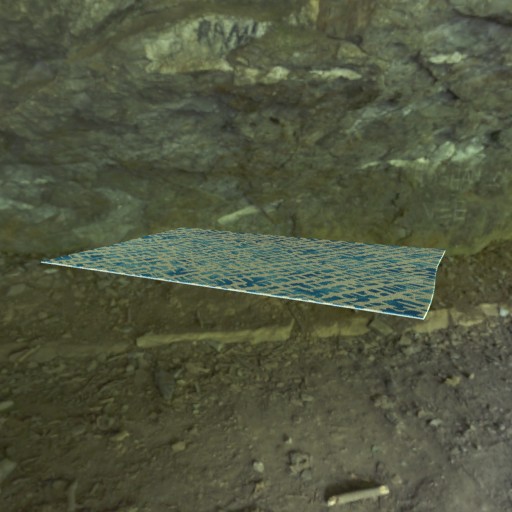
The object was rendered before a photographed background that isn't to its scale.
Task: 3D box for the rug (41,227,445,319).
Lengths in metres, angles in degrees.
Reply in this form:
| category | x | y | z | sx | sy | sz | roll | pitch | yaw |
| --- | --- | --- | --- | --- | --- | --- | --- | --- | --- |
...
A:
| category | x | y | z | sx | sy | sz | roll | pitch | yaw |
| --- | --- | --- | --- | --- | --- | --- | --- | --- | --- |
| rug | 0.000 | 0.000 | 2.377 | 1.830 | 0.011 | 1.209 | 6 | 14 | 25 |
